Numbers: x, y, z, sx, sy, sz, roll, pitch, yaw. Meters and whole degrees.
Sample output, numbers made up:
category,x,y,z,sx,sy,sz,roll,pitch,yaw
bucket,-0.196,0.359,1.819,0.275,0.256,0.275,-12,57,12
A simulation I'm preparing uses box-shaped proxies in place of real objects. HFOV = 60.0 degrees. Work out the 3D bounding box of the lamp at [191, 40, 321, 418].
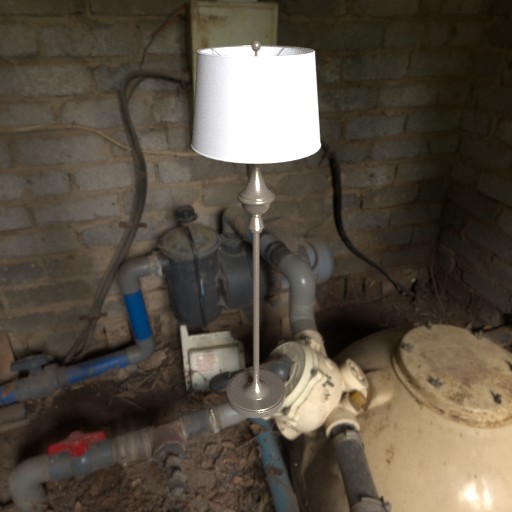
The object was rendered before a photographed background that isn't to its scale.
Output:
category,x,y,z,sx,sy,sz,roll,pitch,yaw
lamp,0.000,0.000,1.698,0.431,1.488,0.431,0,30,0
